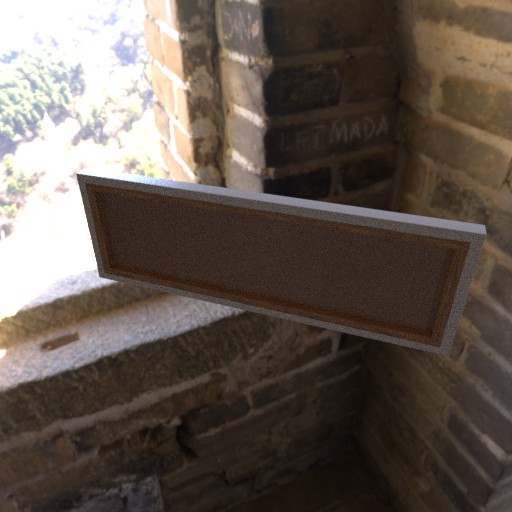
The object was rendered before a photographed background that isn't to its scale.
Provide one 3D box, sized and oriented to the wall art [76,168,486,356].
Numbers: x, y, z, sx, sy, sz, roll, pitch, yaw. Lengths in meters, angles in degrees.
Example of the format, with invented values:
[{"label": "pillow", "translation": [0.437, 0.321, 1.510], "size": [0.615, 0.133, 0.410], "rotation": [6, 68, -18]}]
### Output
[{"label": "wall art", "translation": [0.000, 0.000, 0.873], "size": [0.766, 0.256, 0.036], "rotation": [11, 33, 17]}]
